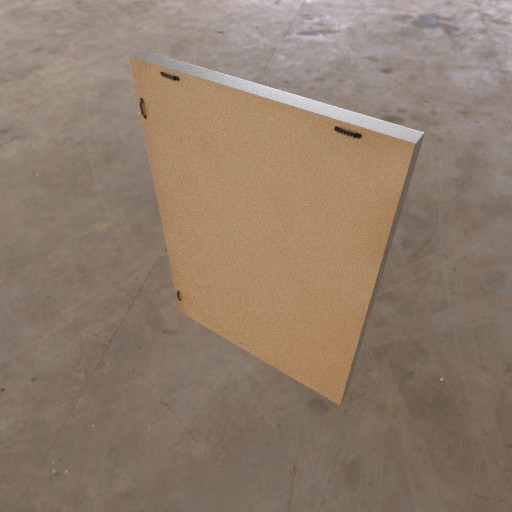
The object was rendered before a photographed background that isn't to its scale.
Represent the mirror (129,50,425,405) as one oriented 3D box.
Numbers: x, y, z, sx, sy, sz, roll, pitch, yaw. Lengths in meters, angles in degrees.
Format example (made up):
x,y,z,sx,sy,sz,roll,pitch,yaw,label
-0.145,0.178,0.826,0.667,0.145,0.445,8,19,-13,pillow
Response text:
x,y,z,sx,sy,sz,roll,pitch,yaw,label
0.000,0.000,0.920,0.507,0.710,0.039,26,51,23,mirror
